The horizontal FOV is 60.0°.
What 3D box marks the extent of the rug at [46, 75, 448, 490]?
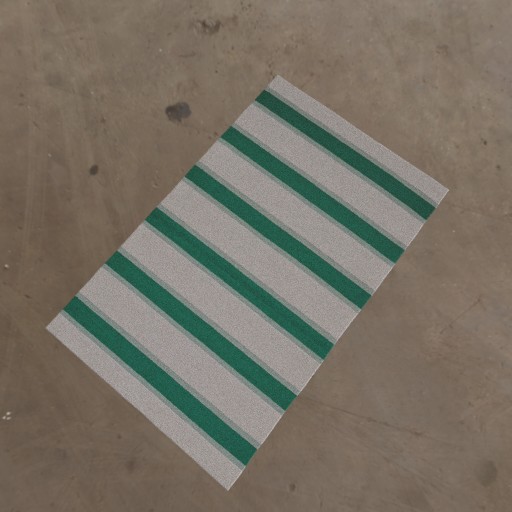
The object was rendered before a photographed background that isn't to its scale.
[{"bbox_3d":[0.000,0.000,2.970,1.521,0.015,2.436,37,78,10],"label":"rug"}]
